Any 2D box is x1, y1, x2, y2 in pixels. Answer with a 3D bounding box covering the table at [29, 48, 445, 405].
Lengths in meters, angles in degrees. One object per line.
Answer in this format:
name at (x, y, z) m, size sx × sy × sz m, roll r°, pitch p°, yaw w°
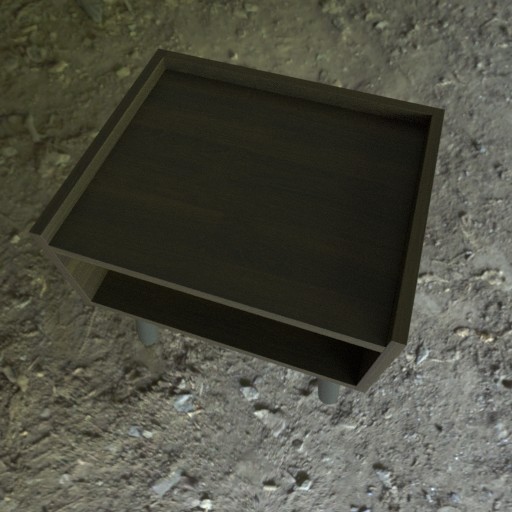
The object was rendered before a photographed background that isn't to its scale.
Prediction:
table at (0.000, 0.000, 0.785) m, size 0.450 × 0.470 × 0.370 m, roll 16°, pitch 61°, yaw 9°
